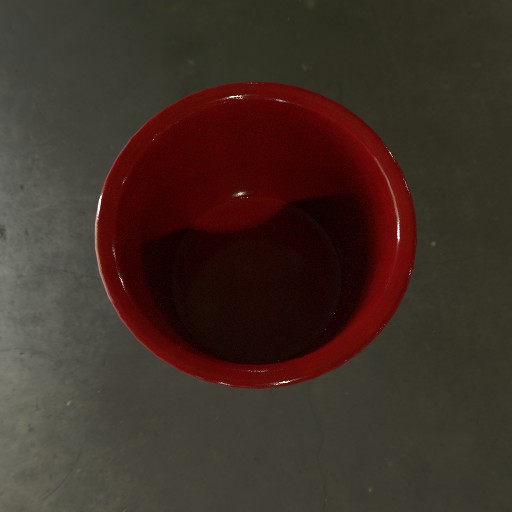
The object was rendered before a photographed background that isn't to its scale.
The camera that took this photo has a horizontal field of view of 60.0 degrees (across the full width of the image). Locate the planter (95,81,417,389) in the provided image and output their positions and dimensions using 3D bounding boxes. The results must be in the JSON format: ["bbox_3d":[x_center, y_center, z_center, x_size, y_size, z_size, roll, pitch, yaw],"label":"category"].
[{"bbox_3d":[0.000,0.000,0.410,0.230,0.202,0.230,0,75,0],"label":"planter"}]
